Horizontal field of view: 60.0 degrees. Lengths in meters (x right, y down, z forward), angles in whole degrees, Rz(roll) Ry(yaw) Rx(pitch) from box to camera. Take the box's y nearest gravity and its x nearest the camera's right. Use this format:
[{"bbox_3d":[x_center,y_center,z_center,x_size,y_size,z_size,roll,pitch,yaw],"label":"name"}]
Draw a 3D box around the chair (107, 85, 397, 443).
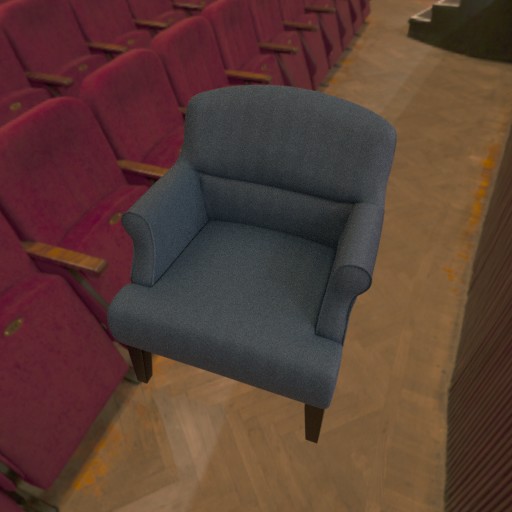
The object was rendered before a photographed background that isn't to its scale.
[{"bbox_3d":[0.000,0.000,1.485,0.770,0.878,0.754,14,44,15],"label":"chair"}]
